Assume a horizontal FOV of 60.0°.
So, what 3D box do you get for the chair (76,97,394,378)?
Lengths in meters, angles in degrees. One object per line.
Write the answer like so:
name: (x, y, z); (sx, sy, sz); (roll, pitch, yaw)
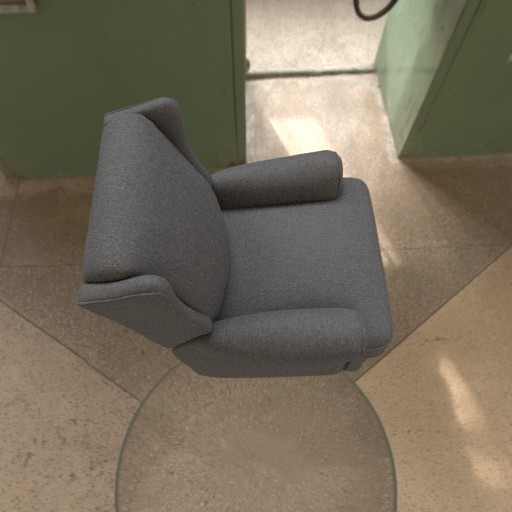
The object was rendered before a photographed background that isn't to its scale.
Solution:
chair: (0.000, 0.000, 1.681); (0.969, 1.011, 0.847); (-2, 64, -1)
